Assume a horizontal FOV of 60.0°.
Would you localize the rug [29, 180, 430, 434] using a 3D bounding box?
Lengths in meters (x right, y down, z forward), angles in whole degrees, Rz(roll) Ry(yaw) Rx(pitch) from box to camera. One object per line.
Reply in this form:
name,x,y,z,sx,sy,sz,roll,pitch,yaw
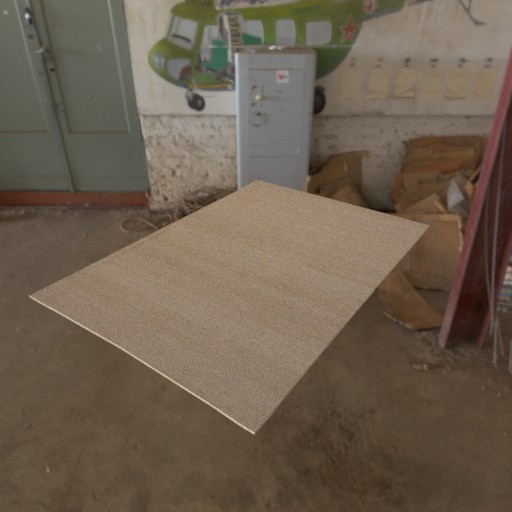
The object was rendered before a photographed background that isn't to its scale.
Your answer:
rug,0.000,0.000,3.729,2.032,0.038,2.869,20,36,30
